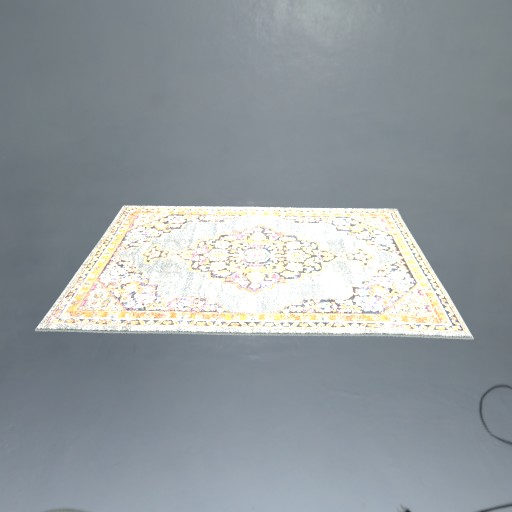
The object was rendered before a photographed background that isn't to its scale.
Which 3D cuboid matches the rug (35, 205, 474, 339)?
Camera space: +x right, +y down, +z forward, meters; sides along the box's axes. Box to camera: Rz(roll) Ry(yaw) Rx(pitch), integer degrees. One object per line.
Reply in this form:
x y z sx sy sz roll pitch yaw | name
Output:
0.000 0.000 3.798 2.901 0.026 2.043 1 30 1 | rug
